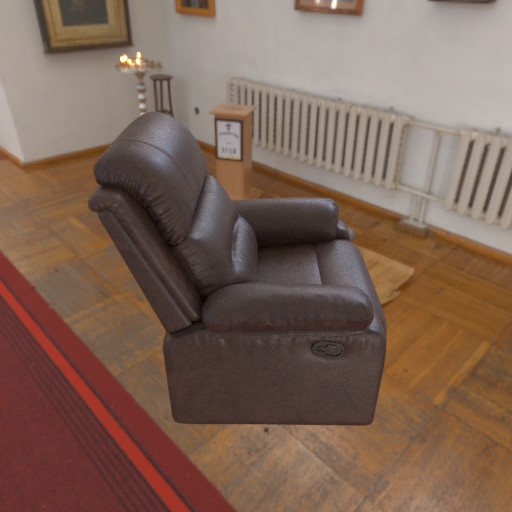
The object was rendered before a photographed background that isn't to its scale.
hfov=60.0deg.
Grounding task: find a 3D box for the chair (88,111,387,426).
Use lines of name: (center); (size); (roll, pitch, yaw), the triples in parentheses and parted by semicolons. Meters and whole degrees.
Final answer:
chair: (0.000, 0.000, 1.665); (0.919, 0.992, 0.855); (0, 30, 1)
